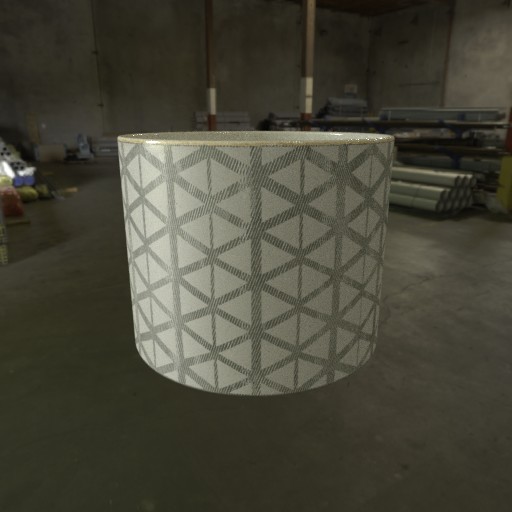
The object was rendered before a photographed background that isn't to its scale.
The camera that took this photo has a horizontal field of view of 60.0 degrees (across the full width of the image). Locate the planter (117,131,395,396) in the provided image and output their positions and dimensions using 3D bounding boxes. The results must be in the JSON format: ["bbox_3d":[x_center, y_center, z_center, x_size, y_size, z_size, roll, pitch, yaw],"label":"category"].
[{"bbox_3d":[0.000,0.000,0.343,0.190,0.181,0.190,0,17,0],"label":"planter"}]
